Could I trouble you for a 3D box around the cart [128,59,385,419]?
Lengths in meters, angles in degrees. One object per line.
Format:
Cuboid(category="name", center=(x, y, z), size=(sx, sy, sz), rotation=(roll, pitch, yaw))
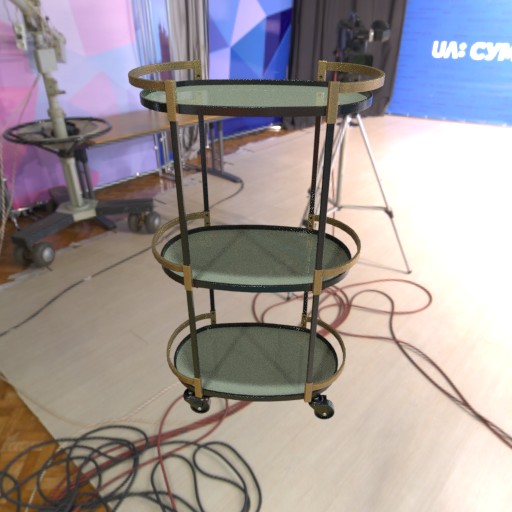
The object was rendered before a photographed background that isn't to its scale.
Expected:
Cuboid(category="cart", center=(0.000, 0.000, 1.129), size=(0.515, 0.885, 0.311), rotation=(2, 31, 3))
